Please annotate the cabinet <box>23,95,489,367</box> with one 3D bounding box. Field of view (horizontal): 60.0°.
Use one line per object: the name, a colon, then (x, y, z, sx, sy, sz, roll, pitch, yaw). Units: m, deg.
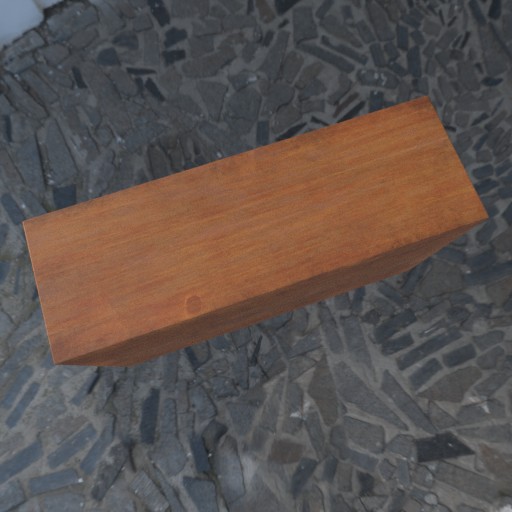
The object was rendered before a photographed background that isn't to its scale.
cabinet: (0.000, 0.000, 1.594, 1.204, 0.805, 0.403, -18, 76, -5)
